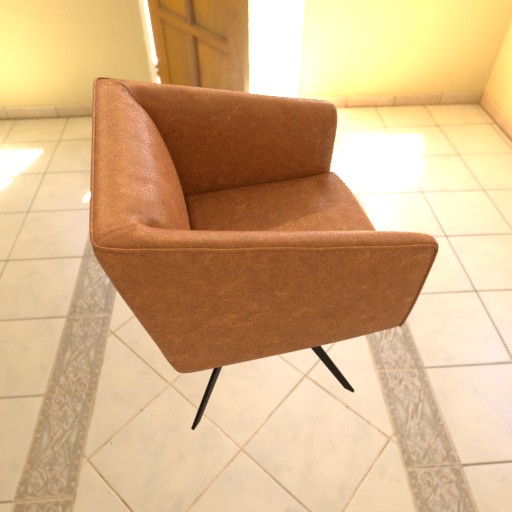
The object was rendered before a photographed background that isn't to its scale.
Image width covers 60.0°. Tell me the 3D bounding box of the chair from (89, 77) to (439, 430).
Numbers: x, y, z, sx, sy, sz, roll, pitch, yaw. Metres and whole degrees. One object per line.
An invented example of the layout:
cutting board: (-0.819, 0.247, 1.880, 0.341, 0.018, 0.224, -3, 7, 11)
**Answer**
chair: (0.000, 0.000, 1.140, 0.625, 0.760, 0.588, -10, 47, -9)
